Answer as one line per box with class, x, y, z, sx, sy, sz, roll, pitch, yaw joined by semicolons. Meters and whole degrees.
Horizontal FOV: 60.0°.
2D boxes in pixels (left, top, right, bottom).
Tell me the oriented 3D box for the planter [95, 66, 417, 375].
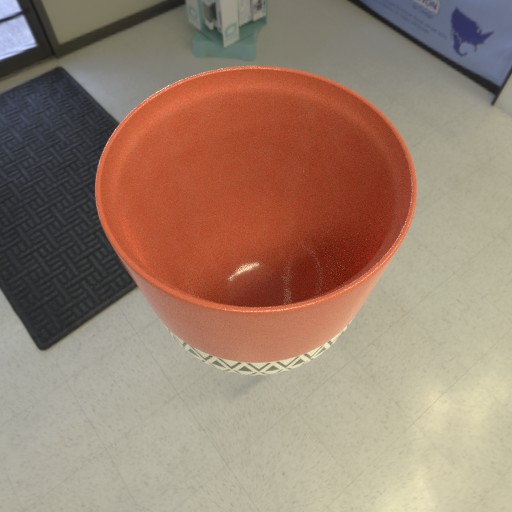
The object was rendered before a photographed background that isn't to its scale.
planter;0.000;0.000;0.363;0.195;0.214;0.195;0;59;0
